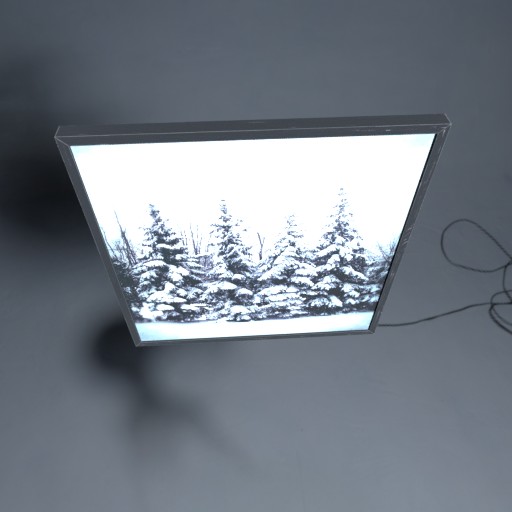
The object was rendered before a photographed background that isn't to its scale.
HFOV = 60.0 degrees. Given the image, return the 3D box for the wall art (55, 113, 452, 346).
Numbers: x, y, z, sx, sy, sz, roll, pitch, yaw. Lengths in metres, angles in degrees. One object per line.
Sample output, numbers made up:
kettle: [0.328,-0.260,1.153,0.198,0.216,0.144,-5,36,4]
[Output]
wall art: [0.000,0.000,1.142,0.761,0.761,0.037,-3,48,-2]
